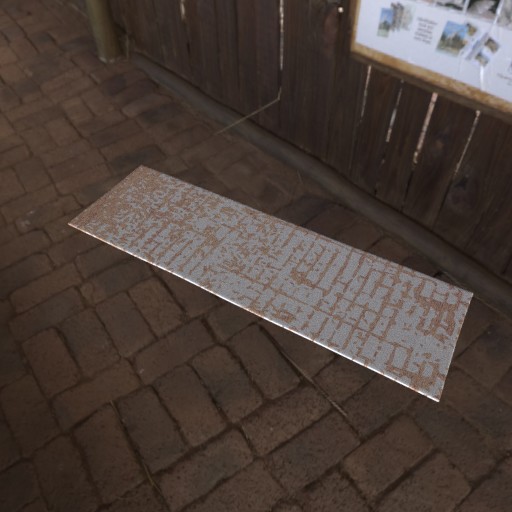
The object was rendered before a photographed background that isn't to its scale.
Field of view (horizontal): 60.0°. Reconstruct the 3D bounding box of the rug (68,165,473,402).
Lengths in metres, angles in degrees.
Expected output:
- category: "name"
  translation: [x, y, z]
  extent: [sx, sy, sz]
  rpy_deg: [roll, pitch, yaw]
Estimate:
- category: "rug"
  translation: [0.000, 0.000, 2.727]
  extent: [2.435, 0.011, 0.750]
  rpy_deg: [23, 52, 20]
